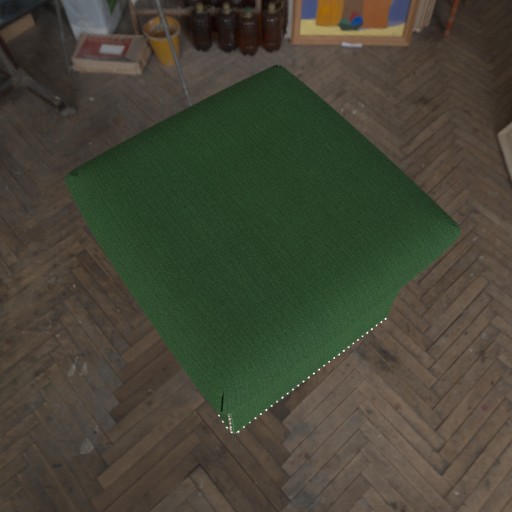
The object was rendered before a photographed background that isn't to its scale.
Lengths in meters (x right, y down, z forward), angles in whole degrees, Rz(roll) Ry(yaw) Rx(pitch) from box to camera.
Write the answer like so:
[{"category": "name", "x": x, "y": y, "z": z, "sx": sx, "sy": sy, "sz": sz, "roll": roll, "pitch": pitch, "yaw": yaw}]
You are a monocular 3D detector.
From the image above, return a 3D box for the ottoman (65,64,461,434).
[{"category": "ottoman", "x": 0.000, "y": 0.000, "z": 0.915, "sx": 0.497, "sy": 0.475, "sz": 0.507, "roll": -33, "pitch": 67, "yaw": -16}]
